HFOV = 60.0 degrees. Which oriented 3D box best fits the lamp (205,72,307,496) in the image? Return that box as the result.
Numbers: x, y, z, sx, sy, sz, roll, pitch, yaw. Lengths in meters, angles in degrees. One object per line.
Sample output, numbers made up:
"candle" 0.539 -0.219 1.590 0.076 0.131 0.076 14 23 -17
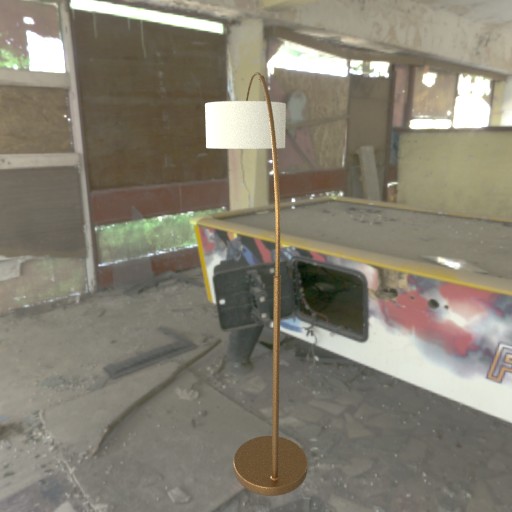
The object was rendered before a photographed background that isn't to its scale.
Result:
"lamp" 0.000 0.000 2.494 0.493 1.927 1.434 -2 15 -8
